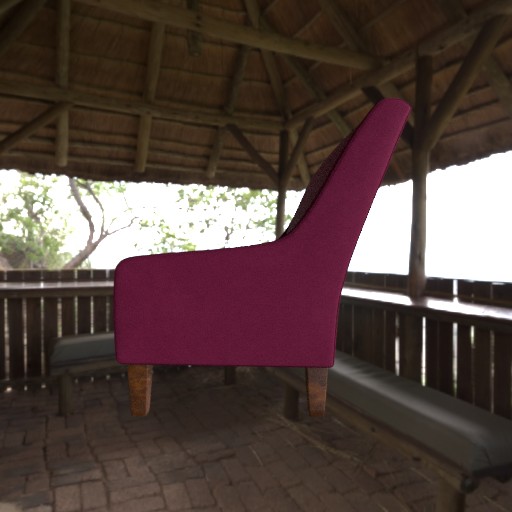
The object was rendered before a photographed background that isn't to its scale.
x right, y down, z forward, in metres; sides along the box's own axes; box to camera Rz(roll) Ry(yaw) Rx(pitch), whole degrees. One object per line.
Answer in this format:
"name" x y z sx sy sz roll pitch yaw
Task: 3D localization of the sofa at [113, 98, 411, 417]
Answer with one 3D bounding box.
"sofa" 0.000 0.000 1.937 0.946 0.976 1.242 0 1 1
